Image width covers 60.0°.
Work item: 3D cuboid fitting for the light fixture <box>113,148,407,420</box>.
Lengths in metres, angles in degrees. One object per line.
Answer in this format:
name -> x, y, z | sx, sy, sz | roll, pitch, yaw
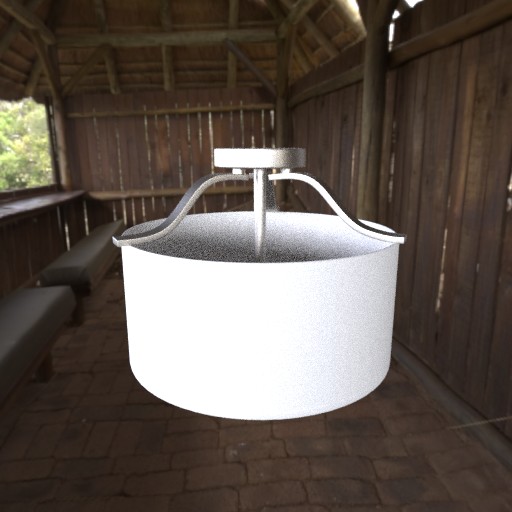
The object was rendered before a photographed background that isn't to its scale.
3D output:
light fixture -> 0.000, 0.000, 0.642 | 0.395, 0.304, 0.395 | 0, 14, 0
